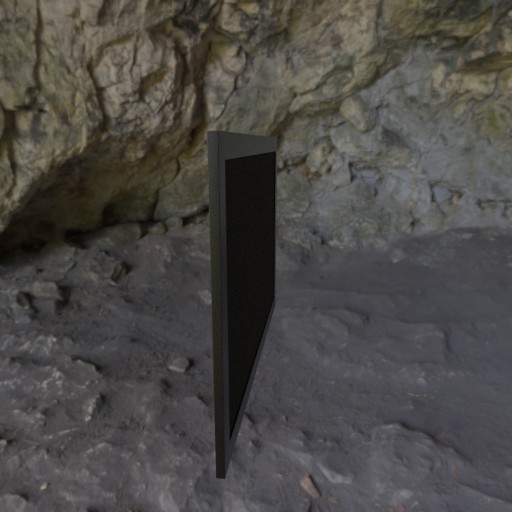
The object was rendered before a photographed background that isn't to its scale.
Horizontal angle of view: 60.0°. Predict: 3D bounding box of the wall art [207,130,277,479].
[{"bbox_3d":[0.000,0.000,0.853,0.013,0.447,0.660,2,14,8],"label":"wall art"}]
